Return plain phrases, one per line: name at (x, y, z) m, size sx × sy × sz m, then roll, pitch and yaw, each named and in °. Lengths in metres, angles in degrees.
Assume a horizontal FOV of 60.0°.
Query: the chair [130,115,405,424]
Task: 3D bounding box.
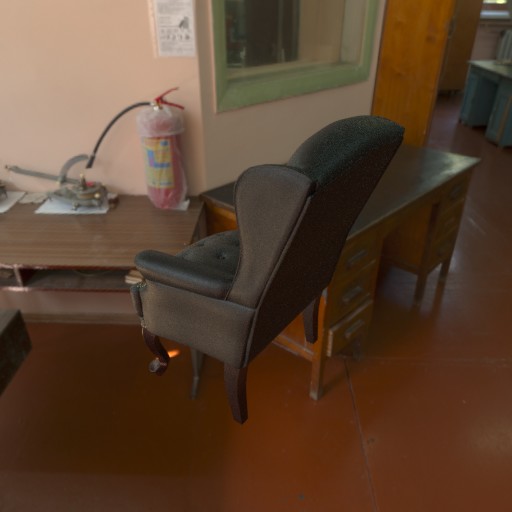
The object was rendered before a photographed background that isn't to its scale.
chair at (0.000, 0.000, 1.740) m, size 0.822 × 1.133 × 0.831 m, roll 20°, pitch 36°, yaw 30°
